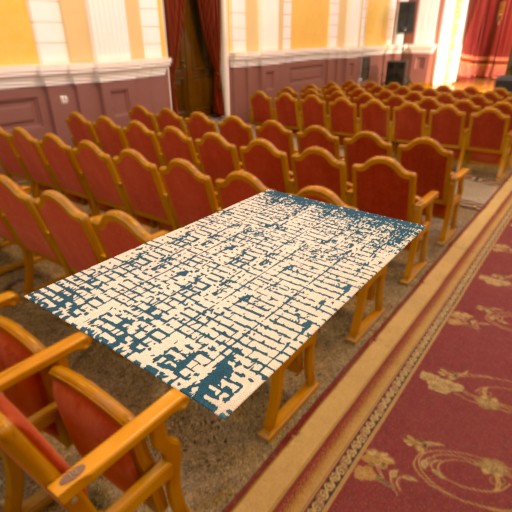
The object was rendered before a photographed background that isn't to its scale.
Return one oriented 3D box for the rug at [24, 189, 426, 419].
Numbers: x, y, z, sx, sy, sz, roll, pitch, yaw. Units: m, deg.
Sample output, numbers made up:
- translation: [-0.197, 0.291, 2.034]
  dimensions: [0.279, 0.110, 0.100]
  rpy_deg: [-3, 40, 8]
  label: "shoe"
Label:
- translation: [0.000, 0.000, 3.018]
  dimensions: [1.517, 0.011, 2.435]
  rpy_deg: [19, 32, 32]
  label: "rug"
